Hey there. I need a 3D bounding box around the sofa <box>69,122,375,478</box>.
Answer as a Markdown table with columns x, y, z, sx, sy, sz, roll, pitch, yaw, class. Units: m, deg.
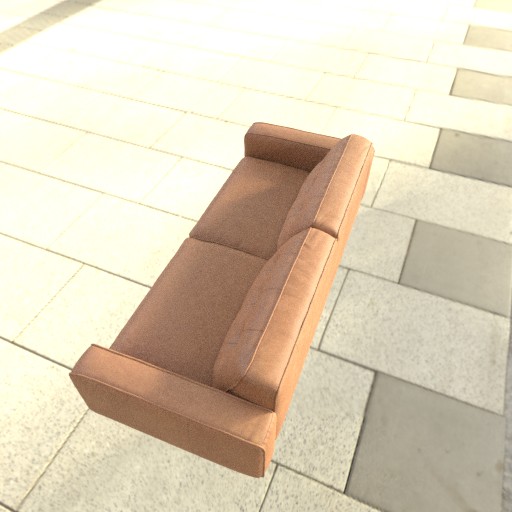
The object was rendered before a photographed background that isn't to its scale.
| x | y | z | sx | sy | sz | roll | pitch | yaw | class |
| --- | --- | --- | --- | --- | --- | --- | --- | --- | --- |
| 0.000 | 0.000 | 2.683 | 0.953 | 0.780 | 2.270 | 16 | 50 | 14 | sofa |
